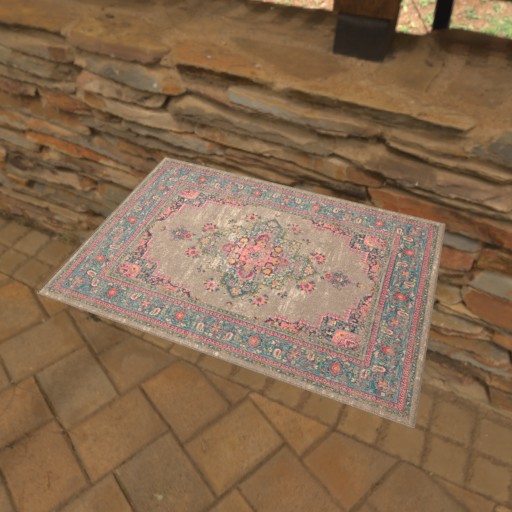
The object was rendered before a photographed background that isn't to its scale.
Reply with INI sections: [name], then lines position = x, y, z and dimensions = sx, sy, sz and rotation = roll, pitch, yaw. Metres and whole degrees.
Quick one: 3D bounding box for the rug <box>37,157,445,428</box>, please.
[rug]
position = 0.000, 0.000, 3.730
dimensions = 2.890, 0.013, 2.005
rotation = 16, 48, 15
